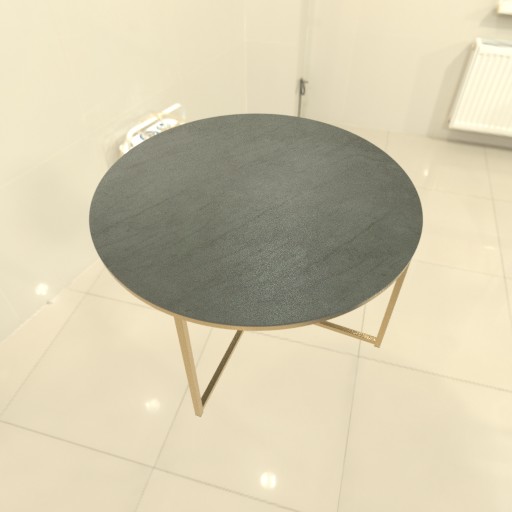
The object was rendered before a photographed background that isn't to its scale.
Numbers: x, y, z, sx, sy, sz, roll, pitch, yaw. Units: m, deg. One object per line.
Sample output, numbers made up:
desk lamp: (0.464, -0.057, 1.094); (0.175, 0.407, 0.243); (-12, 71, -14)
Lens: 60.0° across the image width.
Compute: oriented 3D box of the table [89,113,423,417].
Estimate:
table: (0.000, 0.000, 1.259); (0.800, 0.450, 0.800); (0, 46, 0)
